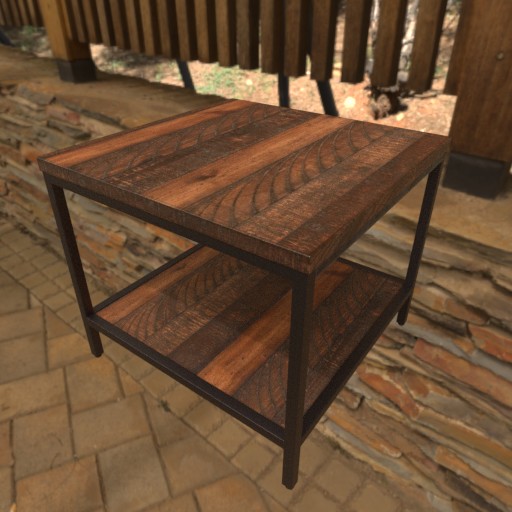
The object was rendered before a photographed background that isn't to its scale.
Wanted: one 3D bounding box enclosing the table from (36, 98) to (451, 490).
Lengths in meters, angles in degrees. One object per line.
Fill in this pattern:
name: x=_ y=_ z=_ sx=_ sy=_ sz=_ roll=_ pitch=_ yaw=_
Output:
table: x=0.000 y=0.000 z=0.951 sx=0.553 sy=0.482 sz=0.548 roll=21 pitch=38 yaw=30
